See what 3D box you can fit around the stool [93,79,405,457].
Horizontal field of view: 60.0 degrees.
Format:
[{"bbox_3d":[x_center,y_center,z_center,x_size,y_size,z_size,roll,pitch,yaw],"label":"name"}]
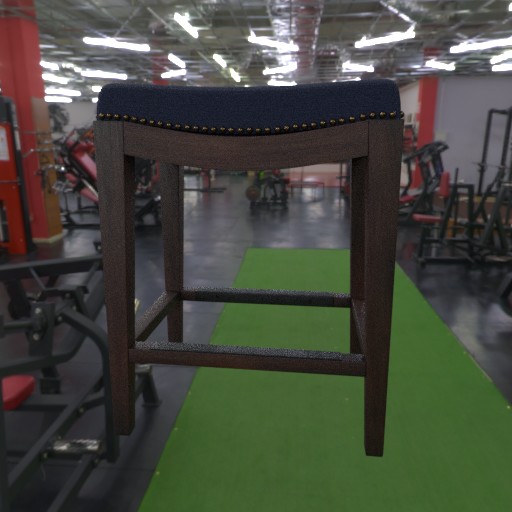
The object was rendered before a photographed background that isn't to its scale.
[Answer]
[{"bbox_3d":[0.000,0.000,0.911,0.500,0.642,0.361,2,15,7],"label":"stool"}]
